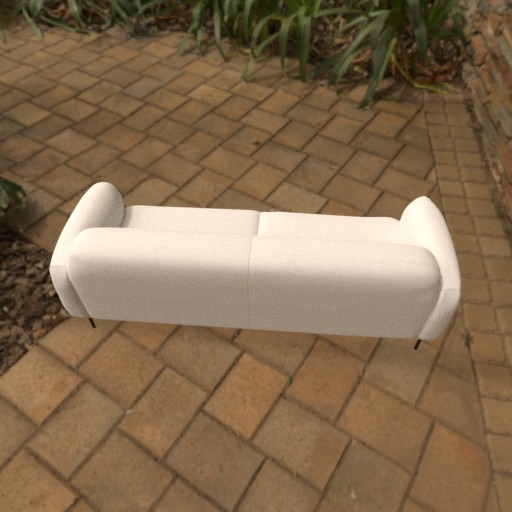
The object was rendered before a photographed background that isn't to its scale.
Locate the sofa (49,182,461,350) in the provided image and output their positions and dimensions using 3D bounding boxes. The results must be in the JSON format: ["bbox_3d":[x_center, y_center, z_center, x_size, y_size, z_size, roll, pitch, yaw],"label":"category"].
[{"bbox_3d":[0.000,0.000,2.725,2.257,0.780,0.880,3,47,3],"label":"sofa"}]
